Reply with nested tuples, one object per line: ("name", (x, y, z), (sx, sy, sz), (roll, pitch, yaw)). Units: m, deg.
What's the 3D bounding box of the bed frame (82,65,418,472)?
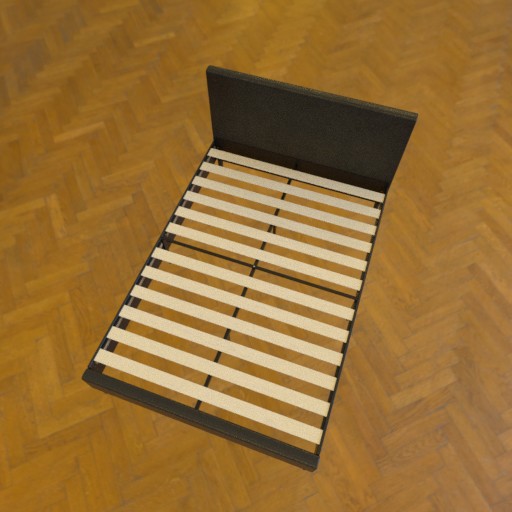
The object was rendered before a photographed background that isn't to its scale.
("bed frame", (0.000, 0.000, 2.920), (1.469, 1.046, 2.152), (17, 61, 10))
